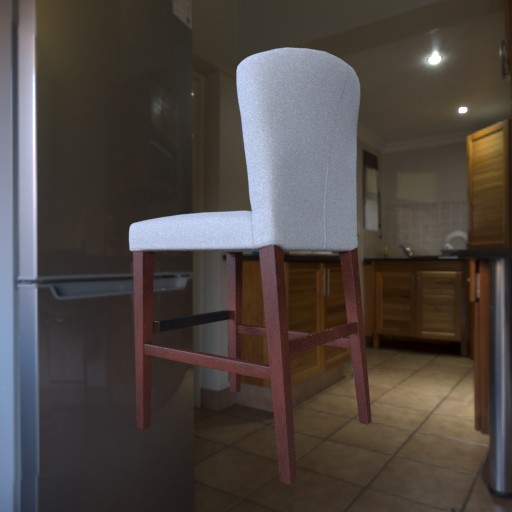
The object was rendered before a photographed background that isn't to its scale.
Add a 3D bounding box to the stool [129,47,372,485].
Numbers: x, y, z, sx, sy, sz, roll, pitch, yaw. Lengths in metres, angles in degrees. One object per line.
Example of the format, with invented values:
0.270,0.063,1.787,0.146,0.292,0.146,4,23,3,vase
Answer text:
0.000,0.000,1.264,0.568,0.968,0.479,0,0,37,stool
